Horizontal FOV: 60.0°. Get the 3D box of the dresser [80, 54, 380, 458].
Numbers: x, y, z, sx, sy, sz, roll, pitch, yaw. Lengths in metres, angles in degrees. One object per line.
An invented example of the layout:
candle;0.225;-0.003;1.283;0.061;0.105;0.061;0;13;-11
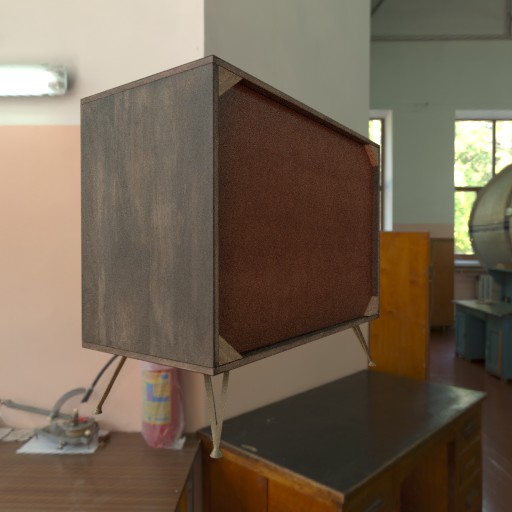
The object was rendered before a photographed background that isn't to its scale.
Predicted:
dresser;0.000;0.000;1.377;0.453;0.801;0.923;1;1;36
